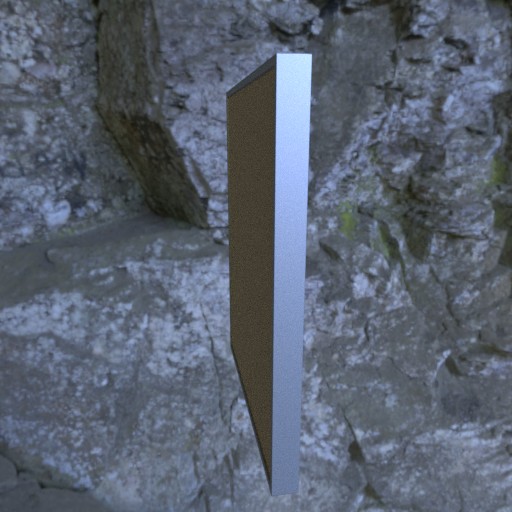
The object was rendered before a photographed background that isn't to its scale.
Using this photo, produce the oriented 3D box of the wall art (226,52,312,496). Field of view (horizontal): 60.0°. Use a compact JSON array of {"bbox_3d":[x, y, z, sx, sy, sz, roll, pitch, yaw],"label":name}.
[{"bbox_3d":[0.000,0.000,0.741,0.039,0.553,0.445,-3,16,-10],"label":"wall art"}]
